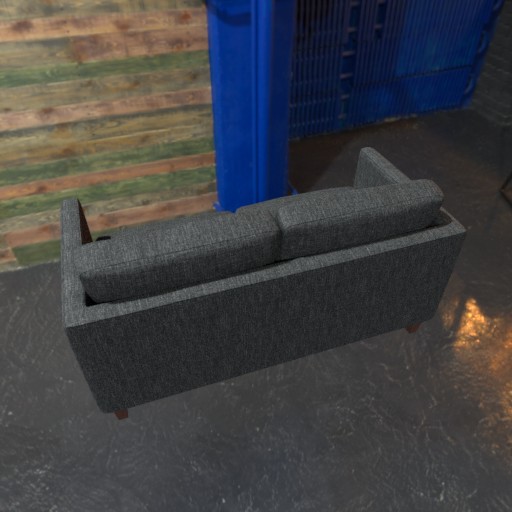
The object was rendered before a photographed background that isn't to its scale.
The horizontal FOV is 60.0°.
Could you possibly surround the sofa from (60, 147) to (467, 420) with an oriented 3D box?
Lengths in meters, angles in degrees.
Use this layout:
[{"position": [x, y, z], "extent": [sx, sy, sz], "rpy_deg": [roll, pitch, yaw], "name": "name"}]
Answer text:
[{"position": [0.000, 0.000, 2.409], "extent": [1.884, 0.963, 0.950], "rpy_deg": [-13, 43, -14], "name": "sofa"}]
